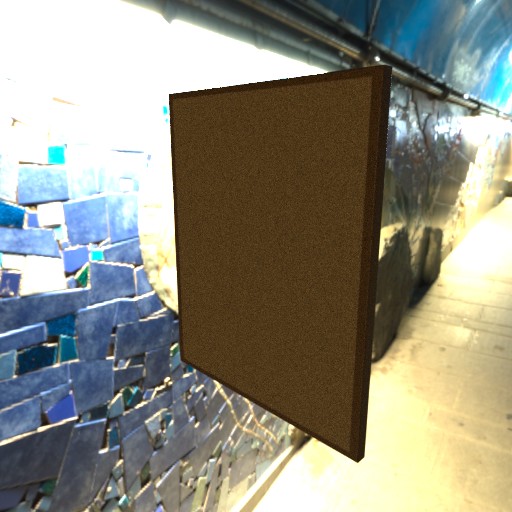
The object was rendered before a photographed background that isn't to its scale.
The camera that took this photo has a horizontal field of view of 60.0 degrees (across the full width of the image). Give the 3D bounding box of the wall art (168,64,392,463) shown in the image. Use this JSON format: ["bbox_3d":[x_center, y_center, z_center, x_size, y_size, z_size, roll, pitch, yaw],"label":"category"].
[{"bbox_3d":[0.000,0.000,0.749,0.021,0.550,0.449,-14,20,-43],"label":"wall art"}]
